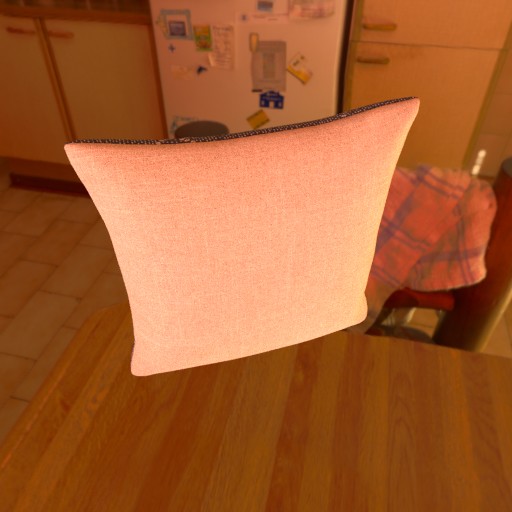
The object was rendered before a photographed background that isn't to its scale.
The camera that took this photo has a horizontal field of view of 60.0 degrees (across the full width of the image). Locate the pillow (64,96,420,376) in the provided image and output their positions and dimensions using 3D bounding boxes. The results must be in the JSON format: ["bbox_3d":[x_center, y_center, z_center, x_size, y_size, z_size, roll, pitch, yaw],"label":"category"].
[{"bbox_3d":[0.000,0.000,0.655,0.435,0.428,0.148,-11,42,-13],"label":"pillow"}]
